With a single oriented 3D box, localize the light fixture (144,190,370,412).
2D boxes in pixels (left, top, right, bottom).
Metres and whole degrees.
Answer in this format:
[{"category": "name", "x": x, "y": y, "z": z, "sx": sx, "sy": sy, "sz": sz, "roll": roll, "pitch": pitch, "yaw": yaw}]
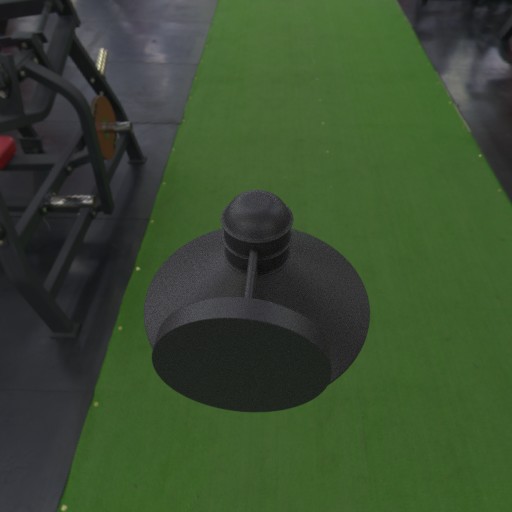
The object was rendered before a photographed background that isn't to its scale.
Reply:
[{"category": "light fixture", "x": 0.000, "y": 0.000, "z": 0.685, "sx": 0.396, "sy": 0.265, "sz": 0.434, "roll": 3, "pitch": 46, "yaw": 3}]
